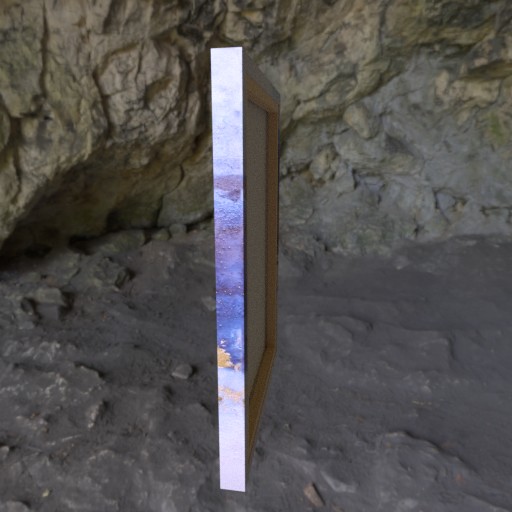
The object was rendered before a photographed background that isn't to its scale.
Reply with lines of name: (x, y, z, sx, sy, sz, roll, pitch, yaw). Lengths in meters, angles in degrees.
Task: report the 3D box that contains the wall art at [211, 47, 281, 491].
wall art: (0.000, 0.000, 0.771, 0.036, 0.581, 0.437, 2, 14, 8)
